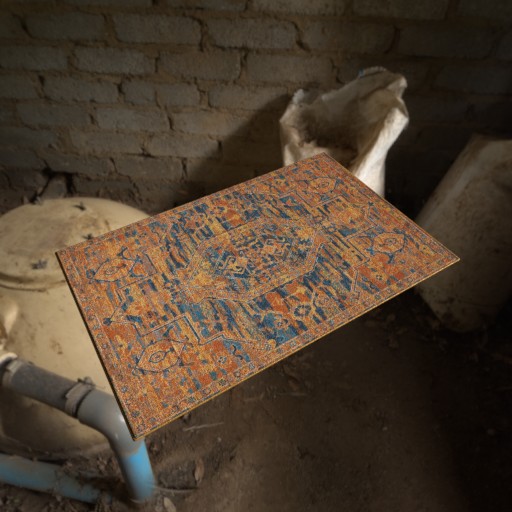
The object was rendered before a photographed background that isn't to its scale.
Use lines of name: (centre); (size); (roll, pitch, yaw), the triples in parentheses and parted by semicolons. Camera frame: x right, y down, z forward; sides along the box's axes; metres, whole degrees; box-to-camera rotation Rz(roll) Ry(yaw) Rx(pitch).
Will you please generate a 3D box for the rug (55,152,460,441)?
rug: (0.000, 0.000, 1.121); (0.863, 0.008, 0.557); (-24, 51, -21)
